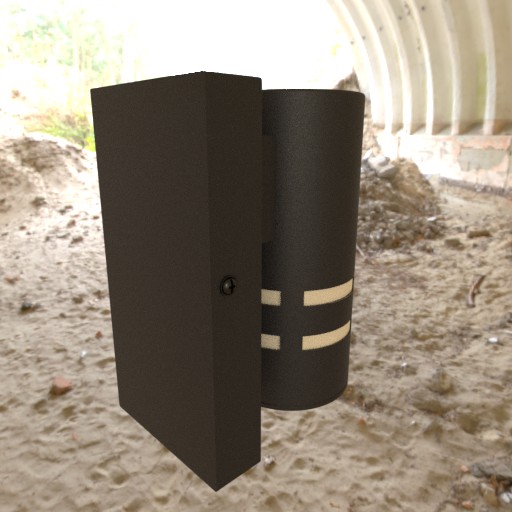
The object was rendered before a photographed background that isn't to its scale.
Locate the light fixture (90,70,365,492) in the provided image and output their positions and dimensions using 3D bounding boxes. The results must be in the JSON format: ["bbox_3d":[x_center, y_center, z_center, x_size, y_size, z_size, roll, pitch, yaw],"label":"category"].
[{"bbox_3d":[0.000,0.000,0.256,0.138,0.179,0.098,-14,21,-42],"label":"light fixture"}]
